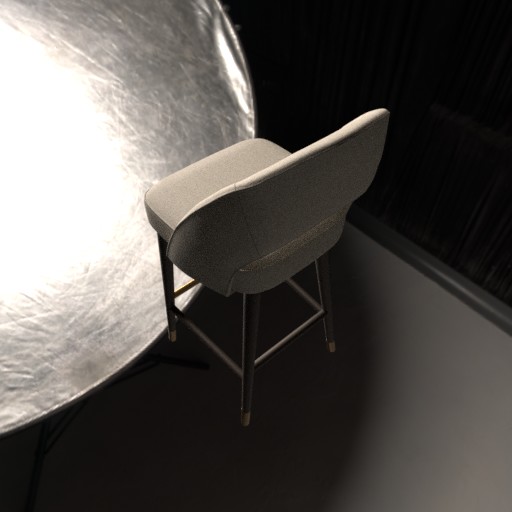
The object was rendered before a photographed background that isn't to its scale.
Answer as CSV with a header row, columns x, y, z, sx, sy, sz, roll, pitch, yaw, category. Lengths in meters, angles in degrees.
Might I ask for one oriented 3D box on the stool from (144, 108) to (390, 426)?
x,y,z,sx,sy,sz,roll,pitch,yaw,category
0.000,0.000,1.295,0.494,1.037,0.509,-33,55,-26,stool
